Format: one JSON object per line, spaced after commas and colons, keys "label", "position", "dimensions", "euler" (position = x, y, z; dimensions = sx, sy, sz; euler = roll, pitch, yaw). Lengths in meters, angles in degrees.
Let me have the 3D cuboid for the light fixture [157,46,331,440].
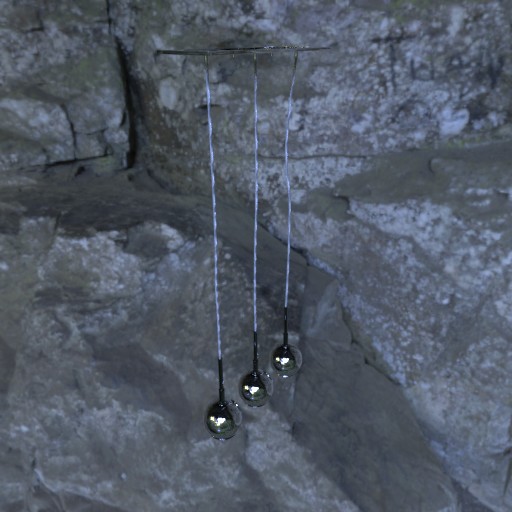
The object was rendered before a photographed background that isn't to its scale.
{"label": "light fixture", "position": [0.000, 0.000, 1.659], "dimensions": [0.188, 1.408, 0.623], "euler": [19, 32, 33]}
